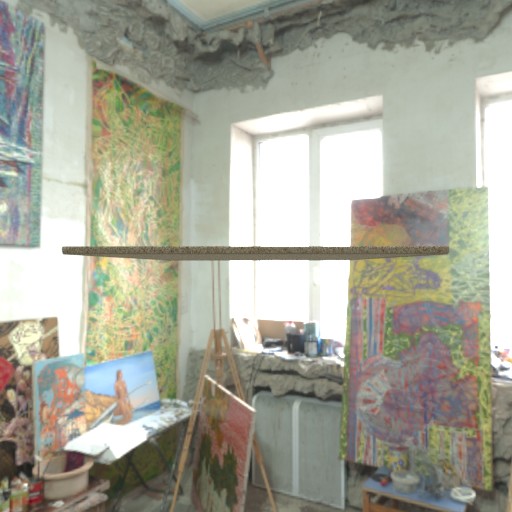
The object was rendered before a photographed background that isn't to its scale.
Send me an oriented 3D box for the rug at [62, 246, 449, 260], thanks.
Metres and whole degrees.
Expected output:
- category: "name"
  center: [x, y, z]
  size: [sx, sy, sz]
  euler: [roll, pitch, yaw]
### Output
- category: "rug"
  center: [0.000, 0.000, 2.147]
  size: [1.199, 0.025, 1.600]
  euler: [0, -1, 0]
